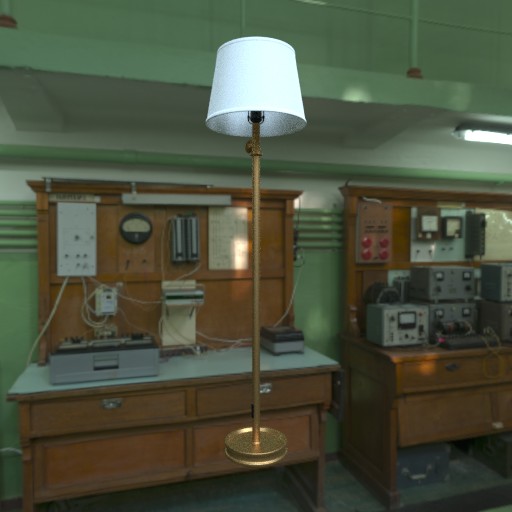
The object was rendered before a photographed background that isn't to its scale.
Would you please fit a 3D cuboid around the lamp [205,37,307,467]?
[{"bbox_3d":[0.000,0.000,0.793,0.178,0.710,0.178,0,2,0],"label":"lamp"}]
